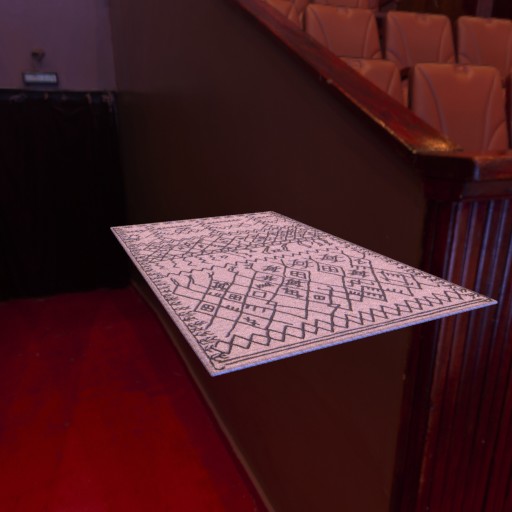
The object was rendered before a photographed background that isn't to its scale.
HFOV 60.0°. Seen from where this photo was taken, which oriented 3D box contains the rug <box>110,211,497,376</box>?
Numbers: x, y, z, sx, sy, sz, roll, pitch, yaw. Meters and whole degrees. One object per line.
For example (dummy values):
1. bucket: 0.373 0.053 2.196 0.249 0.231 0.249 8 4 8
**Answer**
1. rug: 0.000 0.000 2.963 1.526 0.012 2.444 -8 19 -24
